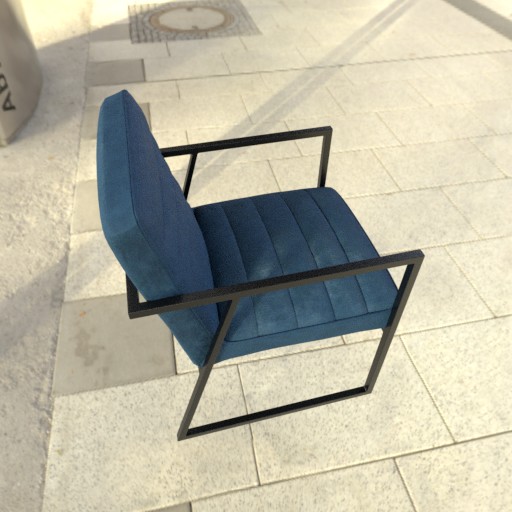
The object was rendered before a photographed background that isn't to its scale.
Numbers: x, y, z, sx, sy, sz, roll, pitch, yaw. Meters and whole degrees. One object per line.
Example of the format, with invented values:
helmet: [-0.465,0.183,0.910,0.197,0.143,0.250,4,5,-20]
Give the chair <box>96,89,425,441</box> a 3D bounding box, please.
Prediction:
chair: [0.000,0.000,1.243,0.677,0.833,0.571,-10,47,-10]
